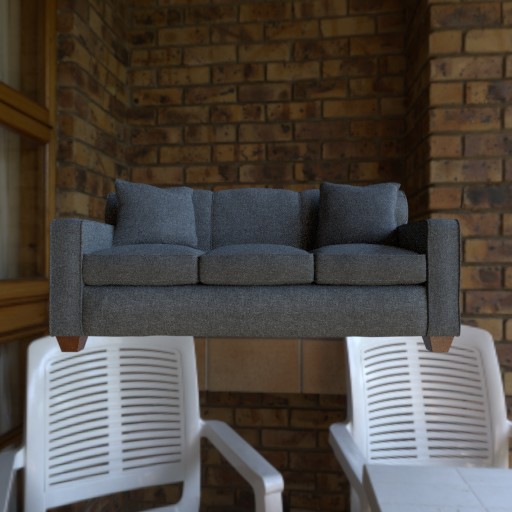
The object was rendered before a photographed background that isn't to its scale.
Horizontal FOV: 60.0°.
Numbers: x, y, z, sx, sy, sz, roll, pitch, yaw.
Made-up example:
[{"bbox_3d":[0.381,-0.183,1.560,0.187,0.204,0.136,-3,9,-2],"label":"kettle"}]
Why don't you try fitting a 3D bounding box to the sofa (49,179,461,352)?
[{"bbox_3d":[0.000,0.000,2.603,2.024,0.958,0.997,0,-1,0],"label":"sofa"}]
